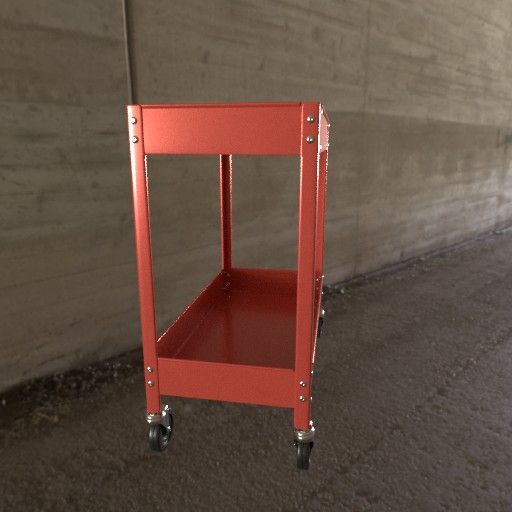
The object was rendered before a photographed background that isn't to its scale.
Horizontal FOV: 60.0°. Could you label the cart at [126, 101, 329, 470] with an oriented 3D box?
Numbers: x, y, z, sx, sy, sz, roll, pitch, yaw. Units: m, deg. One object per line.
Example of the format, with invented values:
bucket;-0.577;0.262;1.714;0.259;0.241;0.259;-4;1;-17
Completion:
cart;0.000;0.000;1.191;0.366;0.719;0.779;3;15;10
